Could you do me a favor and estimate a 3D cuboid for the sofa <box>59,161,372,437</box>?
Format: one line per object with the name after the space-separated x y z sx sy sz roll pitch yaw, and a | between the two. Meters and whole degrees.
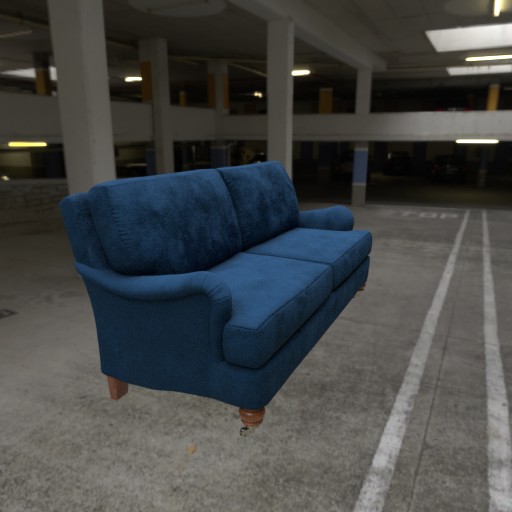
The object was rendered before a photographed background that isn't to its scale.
0.000 0.000 2.852 1.084 1.101 2.141 7 17 25 | sofa
